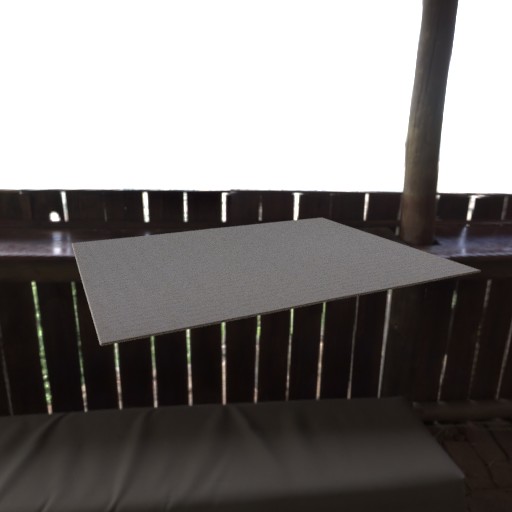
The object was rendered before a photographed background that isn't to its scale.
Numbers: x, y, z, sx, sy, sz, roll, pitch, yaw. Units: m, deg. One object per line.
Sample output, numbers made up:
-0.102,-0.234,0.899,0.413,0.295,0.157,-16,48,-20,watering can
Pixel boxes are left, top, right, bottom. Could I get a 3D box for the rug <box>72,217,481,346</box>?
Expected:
0.000,0.000,4.139,3.055,0.021,2.410,-8,18,-24,rug
